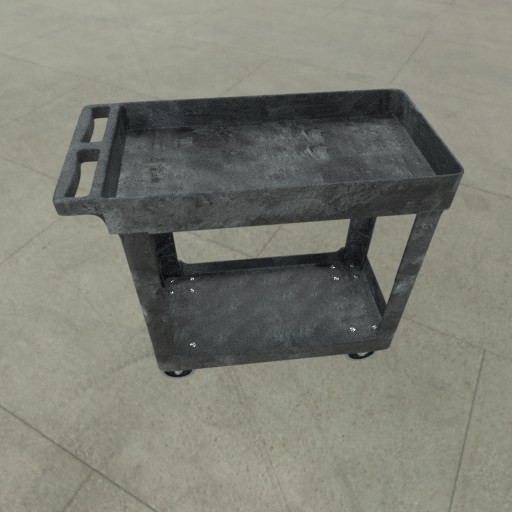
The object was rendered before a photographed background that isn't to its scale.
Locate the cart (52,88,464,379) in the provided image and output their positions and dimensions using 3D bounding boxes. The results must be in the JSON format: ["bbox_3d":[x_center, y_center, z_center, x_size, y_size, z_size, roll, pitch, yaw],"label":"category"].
[{"bbox_3d":[0.000,0.000,1.356,0.877,0.824,0.420,-5,46,-5],"label":"cart"}]
